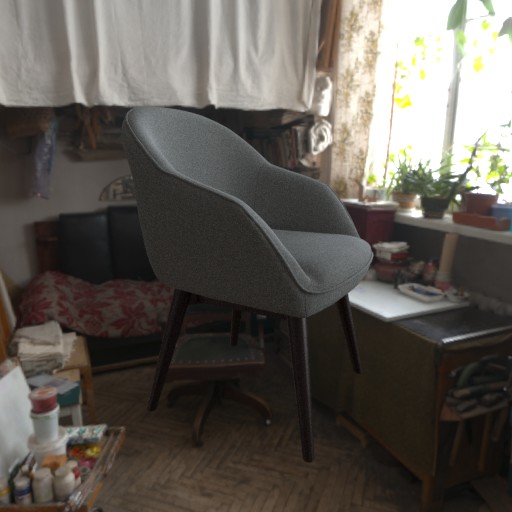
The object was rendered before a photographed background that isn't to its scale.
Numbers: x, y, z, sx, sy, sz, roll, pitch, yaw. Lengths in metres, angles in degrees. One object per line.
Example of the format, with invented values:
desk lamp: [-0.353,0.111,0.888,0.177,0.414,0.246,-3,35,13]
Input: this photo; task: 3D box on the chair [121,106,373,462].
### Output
chair: [0.000,0.000,1.237,0.611,0.810,0.589,7,15,26]
